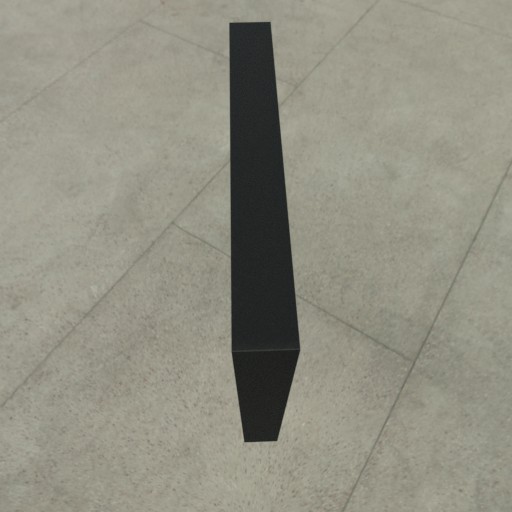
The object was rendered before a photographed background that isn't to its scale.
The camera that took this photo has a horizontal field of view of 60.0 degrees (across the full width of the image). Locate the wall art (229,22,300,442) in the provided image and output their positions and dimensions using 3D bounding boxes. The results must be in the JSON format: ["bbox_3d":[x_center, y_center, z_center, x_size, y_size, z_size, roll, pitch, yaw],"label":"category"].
[{"bbox_3d":[0.000,0.000,0.448,0.037,0.305,0.305,-2,59,-1],"label":"wall art"}]
